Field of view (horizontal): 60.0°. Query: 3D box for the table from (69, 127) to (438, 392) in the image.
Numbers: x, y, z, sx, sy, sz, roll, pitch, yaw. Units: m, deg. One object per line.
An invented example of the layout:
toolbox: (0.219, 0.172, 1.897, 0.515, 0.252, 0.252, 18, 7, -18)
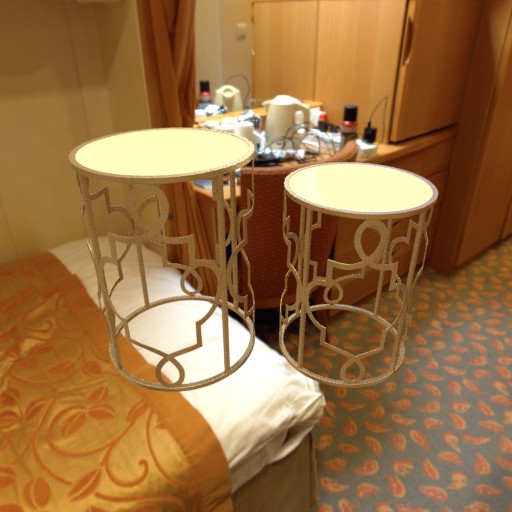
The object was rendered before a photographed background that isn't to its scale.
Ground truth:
table: (0.000, 0.000, 1.162, 0.846, 0.564, 0.420, 1, 29, 2)
